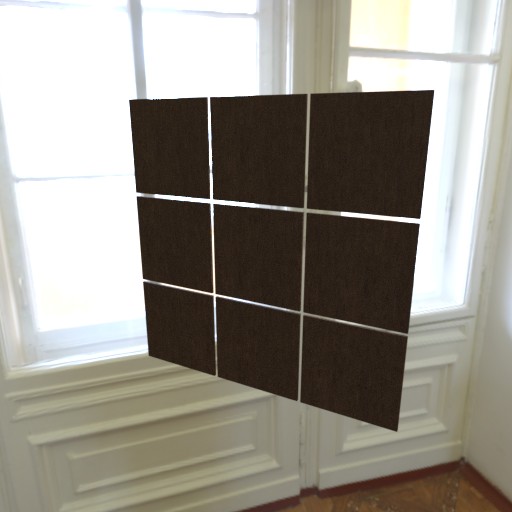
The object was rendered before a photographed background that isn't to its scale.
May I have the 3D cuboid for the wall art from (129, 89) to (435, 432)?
[{"bbox_3d":[0.000,0.000,2.235,1.527,1.525,0.014,9,19,27],"label":"wall art"}]
